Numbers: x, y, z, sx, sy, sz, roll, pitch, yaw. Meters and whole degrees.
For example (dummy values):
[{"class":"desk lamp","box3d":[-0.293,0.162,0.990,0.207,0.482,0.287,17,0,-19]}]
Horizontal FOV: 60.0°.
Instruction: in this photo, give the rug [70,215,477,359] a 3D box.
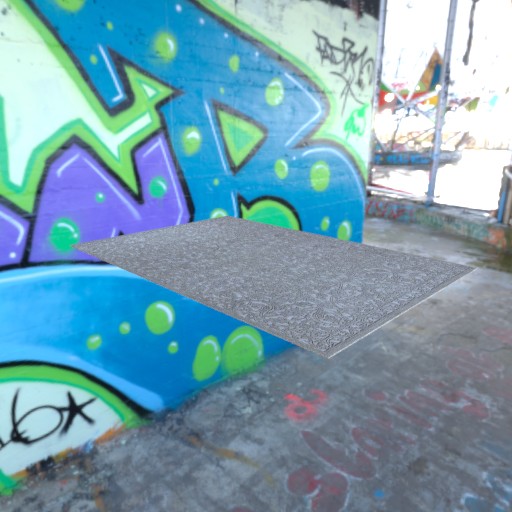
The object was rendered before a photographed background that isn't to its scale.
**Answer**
[{"class":"rug","box3d":[0.000,0.000,2.362,1.827,0.006,1.221,16,23,43]}]
